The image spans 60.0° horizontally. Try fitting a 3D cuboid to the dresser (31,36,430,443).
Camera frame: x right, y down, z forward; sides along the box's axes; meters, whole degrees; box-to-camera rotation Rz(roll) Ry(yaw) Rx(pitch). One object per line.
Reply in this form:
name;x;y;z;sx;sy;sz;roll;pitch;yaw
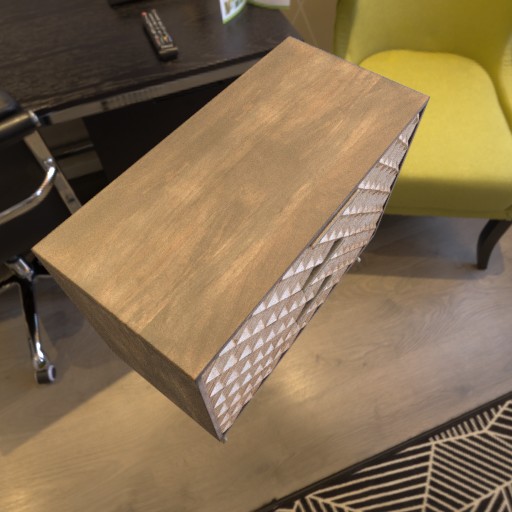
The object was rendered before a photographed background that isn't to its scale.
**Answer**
dresser;0.000;0.000;1.364;0.453;0.801;0.923;33;64;18
